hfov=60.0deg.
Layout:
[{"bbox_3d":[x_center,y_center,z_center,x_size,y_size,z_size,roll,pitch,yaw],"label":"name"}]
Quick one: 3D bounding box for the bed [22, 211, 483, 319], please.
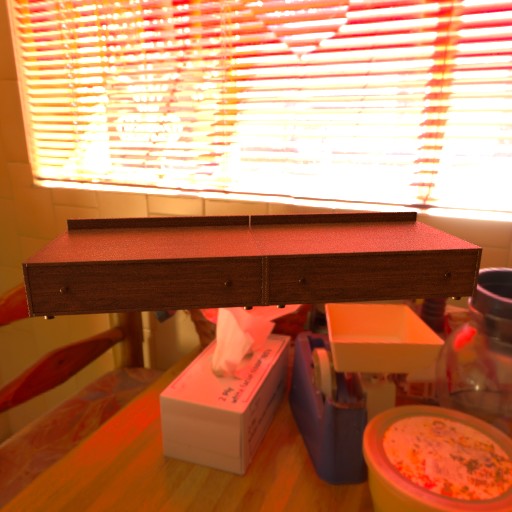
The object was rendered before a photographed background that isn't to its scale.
[{"bbox_3d":[0.000,0.000,2.349,2.057,0.326,0.787,-2,16,-7],"label":"bed"}]
